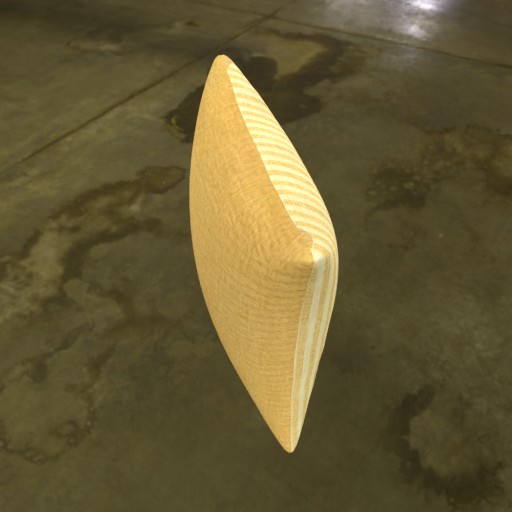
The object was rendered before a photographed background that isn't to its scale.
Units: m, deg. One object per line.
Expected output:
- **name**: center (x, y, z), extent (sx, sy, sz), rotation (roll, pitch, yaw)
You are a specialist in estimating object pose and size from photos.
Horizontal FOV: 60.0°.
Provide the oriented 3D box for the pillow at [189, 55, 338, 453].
- **pillow**: center (0.000, 0.000, 0.635), extent (0.173, 0.407, 0.419), rotation (-10, 47, -9)
